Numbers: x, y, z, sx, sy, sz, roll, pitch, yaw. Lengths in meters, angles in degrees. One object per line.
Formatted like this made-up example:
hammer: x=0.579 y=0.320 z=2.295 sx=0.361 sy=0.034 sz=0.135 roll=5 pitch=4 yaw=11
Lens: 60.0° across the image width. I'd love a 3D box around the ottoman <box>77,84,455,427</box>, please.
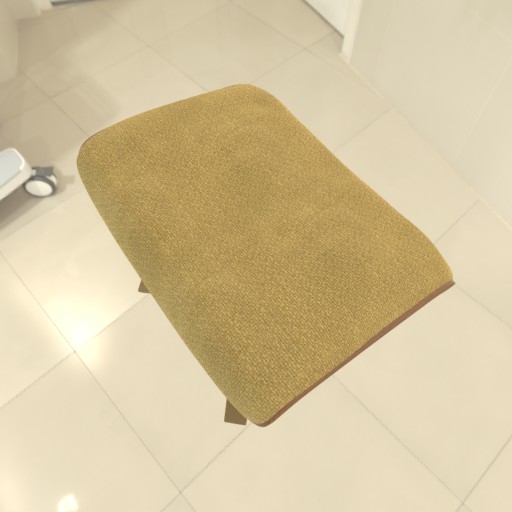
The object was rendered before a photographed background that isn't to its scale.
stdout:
ottoman: x=0.000 y=0.000 z=0.797 sx=0.394 sy=0.391 sz=0.520 roll=-32 pitch=65 yaw=-17
